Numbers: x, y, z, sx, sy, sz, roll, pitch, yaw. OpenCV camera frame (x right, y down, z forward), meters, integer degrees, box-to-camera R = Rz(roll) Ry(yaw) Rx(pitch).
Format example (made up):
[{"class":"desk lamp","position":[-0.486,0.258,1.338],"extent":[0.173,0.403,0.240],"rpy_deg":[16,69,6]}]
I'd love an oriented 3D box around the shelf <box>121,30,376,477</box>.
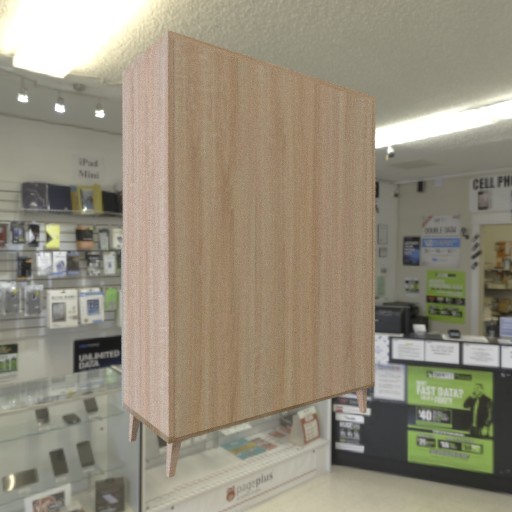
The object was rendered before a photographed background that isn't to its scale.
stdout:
[{"class":"shelf","position":[0.000,0.000,1.842],"extent":[0.995,1.405,0.434],"rpy_deg":[0,1,-37]}]
